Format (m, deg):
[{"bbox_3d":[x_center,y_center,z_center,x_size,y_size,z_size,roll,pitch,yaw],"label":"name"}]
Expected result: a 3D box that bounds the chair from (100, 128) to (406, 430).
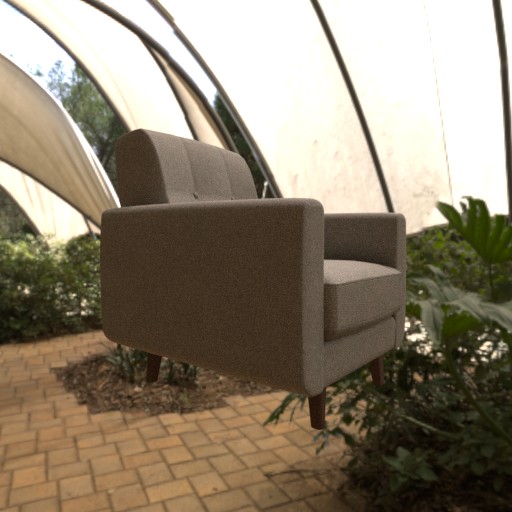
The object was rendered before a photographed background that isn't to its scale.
[{"bbox_3d":[0.000,0.000,1.702,0.942,0.968,0.845,1,2,36],"label":"chair"}]
